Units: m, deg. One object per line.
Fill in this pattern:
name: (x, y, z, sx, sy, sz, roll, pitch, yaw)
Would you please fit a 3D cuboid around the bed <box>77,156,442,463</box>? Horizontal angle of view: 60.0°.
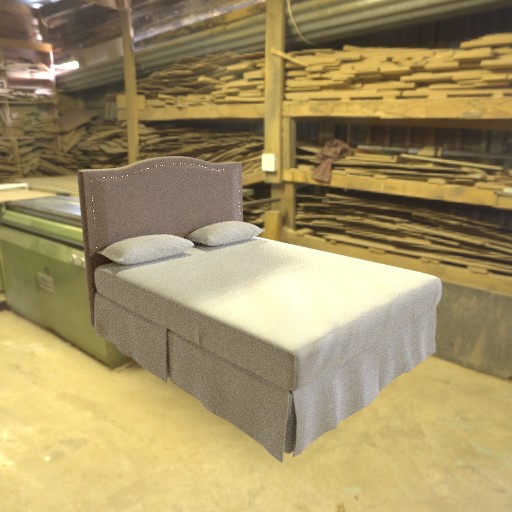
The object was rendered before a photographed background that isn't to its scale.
bed: (0.000, 0.000, 3.424, 2.282, 1.436, 1.821, 15, 21, 43)
